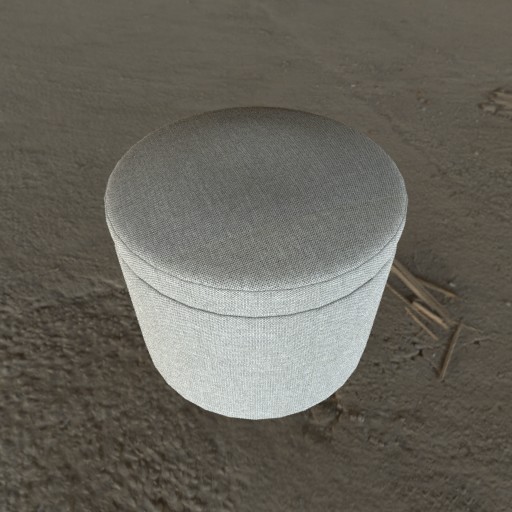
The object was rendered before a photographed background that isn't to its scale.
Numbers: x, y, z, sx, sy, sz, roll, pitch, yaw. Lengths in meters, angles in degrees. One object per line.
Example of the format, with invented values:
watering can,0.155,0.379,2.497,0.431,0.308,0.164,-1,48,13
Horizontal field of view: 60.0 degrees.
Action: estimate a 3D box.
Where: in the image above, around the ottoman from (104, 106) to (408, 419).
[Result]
ottoman,0.000,0.000,0.877,0.500,0.419,0.500,0,46,0
